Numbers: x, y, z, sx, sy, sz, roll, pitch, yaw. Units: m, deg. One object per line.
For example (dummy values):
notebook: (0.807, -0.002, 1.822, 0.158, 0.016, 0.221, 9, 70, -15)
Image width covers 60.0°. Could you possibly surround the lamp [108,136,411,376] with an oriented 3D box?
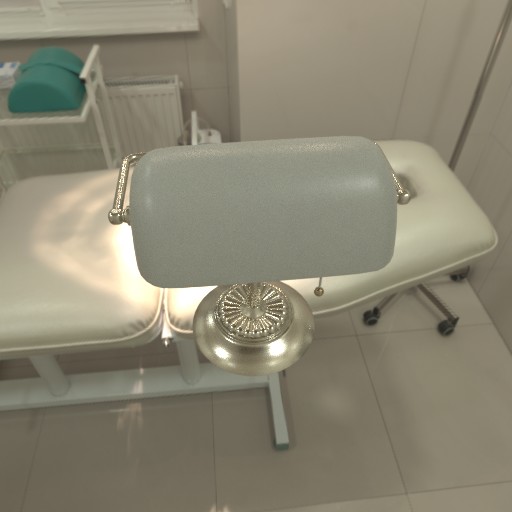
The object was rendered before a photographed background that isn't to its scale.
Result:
lamp: (0.000, 0.000, 0.510, 0.264, 0.339, 0.243, -4, 45, -4)
